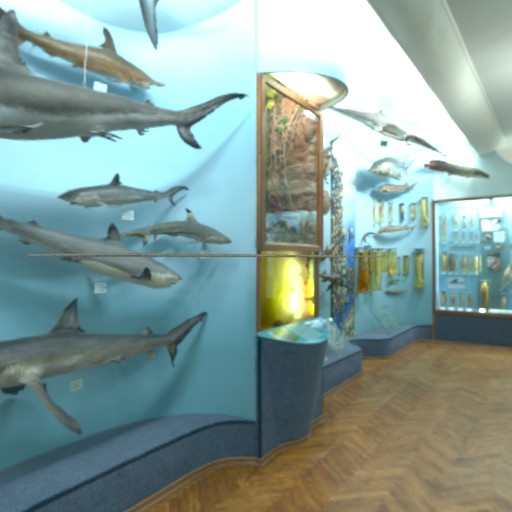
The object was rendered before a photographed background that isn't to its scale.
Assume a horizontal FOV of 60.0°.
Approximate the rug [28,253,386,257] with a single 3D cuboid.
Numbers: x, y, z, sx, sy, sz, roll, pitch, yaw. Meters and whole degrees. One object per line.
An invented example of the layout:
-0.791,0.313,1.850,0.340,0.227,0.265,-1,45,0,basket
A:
0.000,0.000,2.730,0.767,0.012,2.430,0,0,36,rug
